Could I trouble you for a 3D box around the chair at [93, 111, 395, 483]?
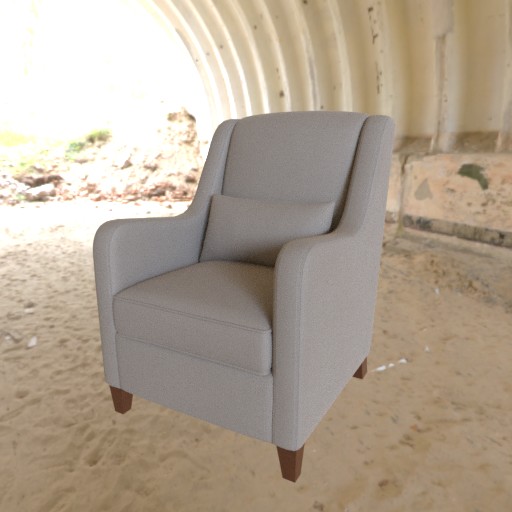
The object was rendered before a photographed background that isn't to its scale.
[{"bbox_3d":[0.000,0.000,1.557,0.715,1.010,0.863,8,16,28],"label":"chair"}]
